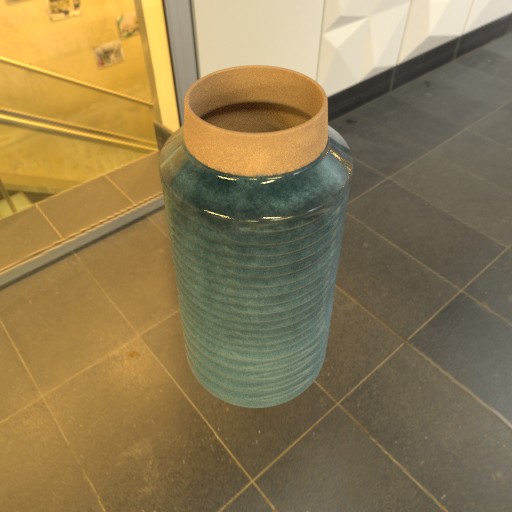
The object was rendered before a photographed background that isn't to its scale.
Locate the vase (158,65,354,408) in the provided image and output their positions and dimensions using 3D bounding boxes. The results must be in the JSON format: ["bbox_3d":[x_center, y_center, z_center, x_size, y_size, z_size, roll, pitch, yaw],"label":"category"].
[{"bbox_3d":[0.000,0.000,0.413,0.163,0.316,0.163,0,47,0],"label":"vase"}]
